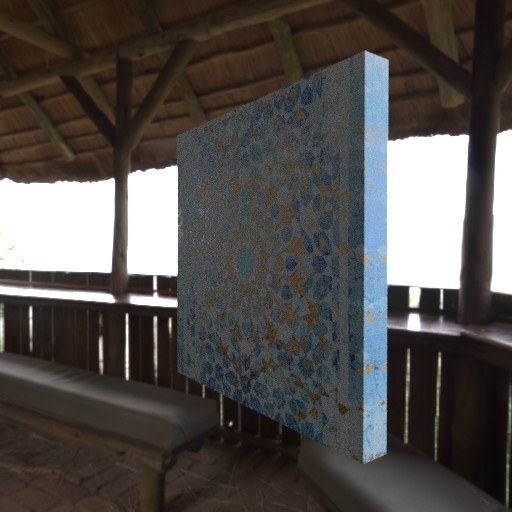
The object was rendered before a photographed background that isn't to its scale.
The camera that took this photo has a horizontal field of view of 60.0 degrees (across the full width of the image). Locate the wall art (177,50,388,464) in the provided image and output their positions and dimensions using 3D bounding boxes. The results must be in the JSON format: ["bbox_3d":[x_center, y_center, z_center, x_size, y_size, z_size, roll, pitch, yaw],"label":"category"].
[{"bbox_3d":[0.000,0.000,0.607,0.037,0.405,0.405,-1,1,-36],"label":"wall art"}]
